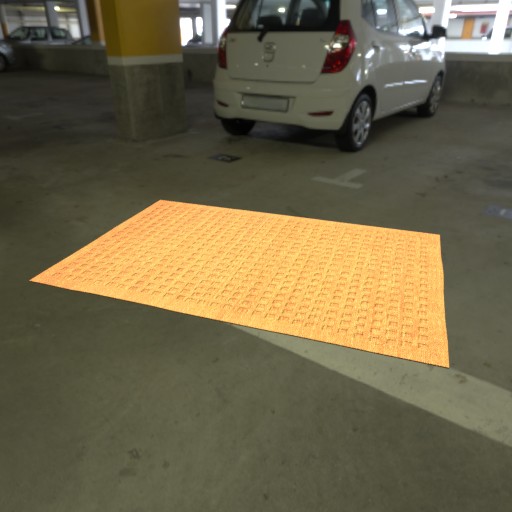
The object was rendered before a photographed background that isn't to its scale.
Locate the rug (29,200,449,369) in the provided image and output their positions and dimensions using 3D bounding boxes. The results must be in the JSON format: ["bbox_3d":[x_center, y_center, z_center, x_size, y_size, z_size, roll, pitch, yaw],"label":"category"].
[{"bbox_3d":[0.000,0.000,2.202,1.747,0.006,1.143,9,28,17],"label":"rug"}]
